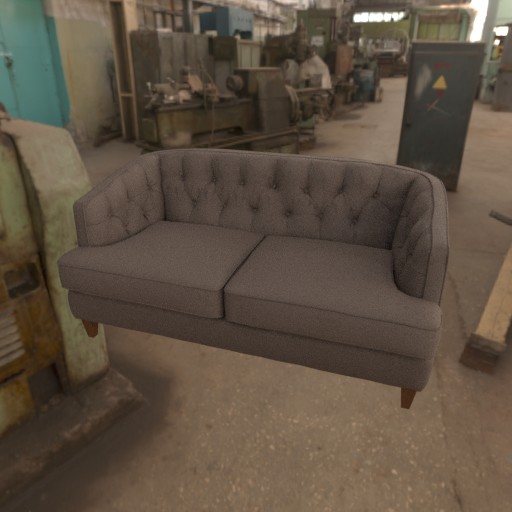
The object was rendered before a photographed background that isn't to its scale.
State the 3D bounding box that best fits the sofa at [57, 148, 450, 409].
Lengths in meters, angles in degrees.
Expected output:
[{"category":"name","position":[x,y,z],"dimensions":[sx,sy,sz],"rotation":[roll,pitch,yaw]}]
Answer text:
[{"category":"sofa","position":[0.000,0.000,2.236],"dimensions":[1.733,0.855,0.941],"rotation":[8,27,17]}]
